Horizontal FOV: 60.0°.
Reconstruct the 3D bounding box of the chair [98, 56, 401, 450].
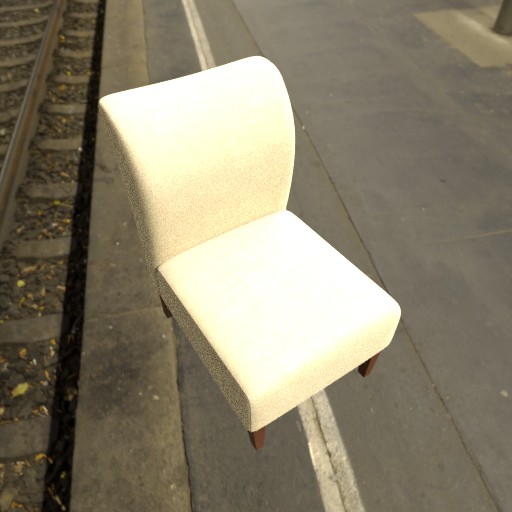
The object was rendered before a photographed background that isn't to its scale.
[{"bbox_3d":[0.000,0.000,1.320,0.521,0.833,0.754,-25,51,-22],"label":"chair"}]
